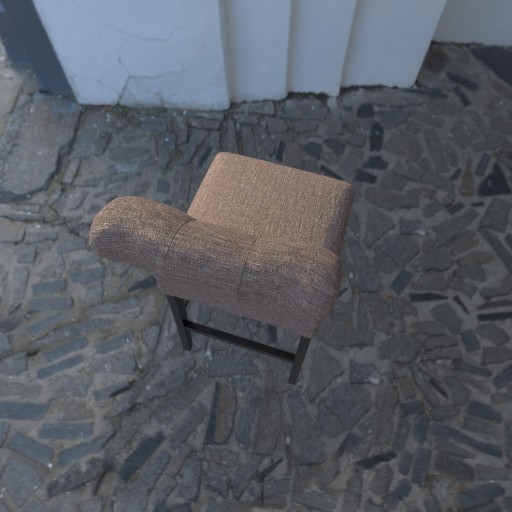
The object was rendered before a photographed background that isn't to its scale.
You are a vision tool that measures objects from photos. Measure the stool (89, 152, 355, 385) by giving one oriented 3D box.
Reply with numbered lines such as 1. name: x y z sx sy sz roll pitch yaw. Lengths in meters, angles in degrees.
1. stool: 0.000 0.000 1.279 0.457 0.970 0.611 16 63 8
